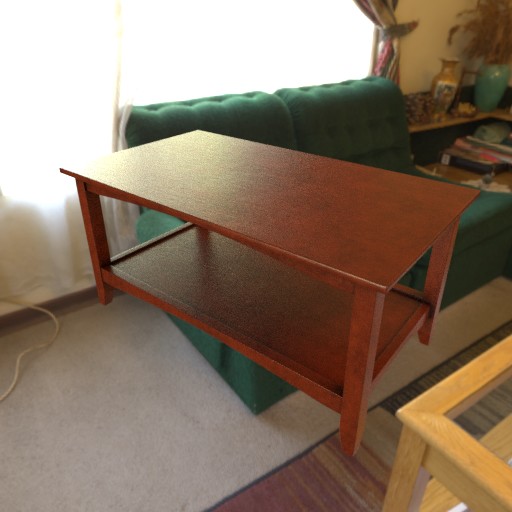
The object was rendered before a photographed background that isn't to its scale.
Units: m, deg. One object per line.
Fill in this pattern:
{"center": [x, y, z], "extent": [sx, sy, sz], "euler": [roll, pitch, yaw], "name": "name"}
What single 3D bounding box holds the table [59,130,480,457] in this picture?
{"center": [0.000, 0.000, 1.238], "extent": [0.943, 0.456, 0.533], "euler": [21, 36, 33], "name": "table"}
